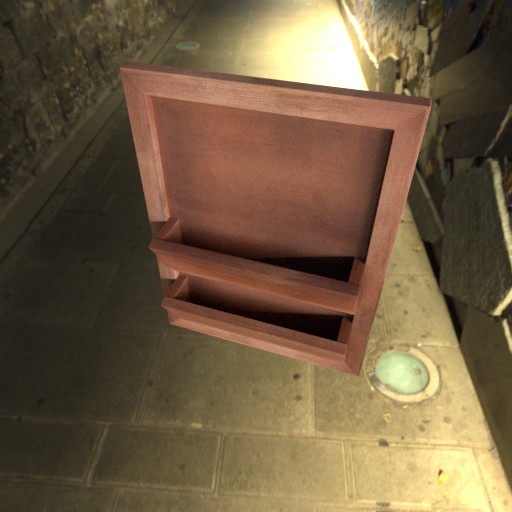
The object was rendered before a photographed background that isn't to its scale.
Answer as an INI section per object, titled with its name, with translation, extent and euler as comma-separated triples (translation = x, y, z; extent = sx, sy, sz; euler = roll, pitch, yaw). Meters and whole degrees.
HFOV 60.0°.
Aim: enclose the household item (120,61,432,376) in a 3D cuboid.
[household item]
translation = 0.000, 0.000, 0.544
extent = 0.310, 0.407, 0.067
euler = 13, 43, 14
